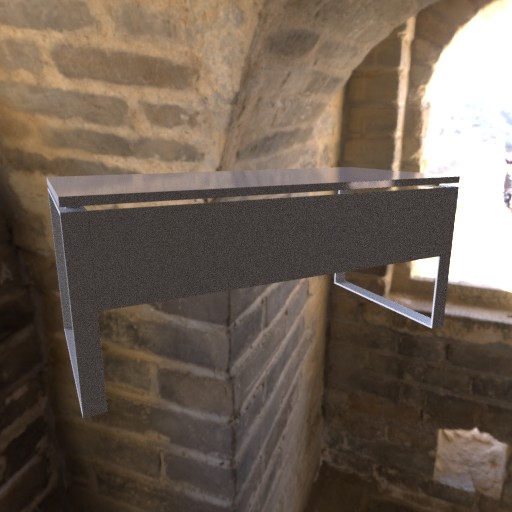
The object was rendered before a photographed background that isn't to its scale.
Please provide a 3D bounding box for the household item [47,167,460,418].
[{"bbox_3d":[0.000,0.000,2.106,1.700,0.745,0.800,-7,16,-26],"label":"household item"}]
